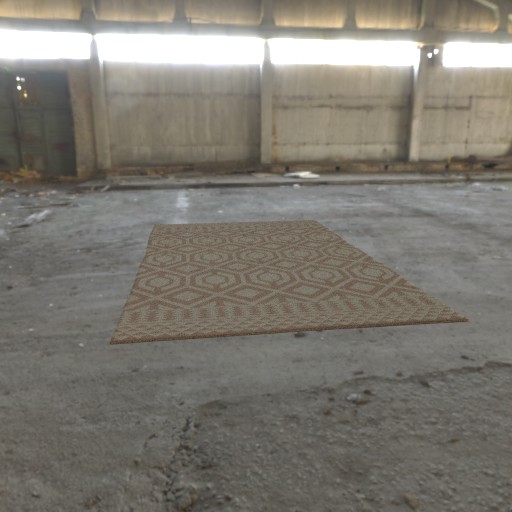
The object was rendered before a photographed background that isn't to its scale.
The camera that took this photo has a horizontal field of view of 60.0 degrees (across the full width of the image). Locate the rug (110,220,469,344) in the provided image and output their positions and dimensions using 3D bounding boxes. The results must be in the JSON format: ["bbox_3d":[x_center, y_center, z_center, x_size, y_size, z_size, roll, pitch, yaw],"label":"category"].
[{"bbox_3d":[0.000,0.000,2.988,1.526,0.011,2.435,-2,15,-8],"label":"rug"}]
